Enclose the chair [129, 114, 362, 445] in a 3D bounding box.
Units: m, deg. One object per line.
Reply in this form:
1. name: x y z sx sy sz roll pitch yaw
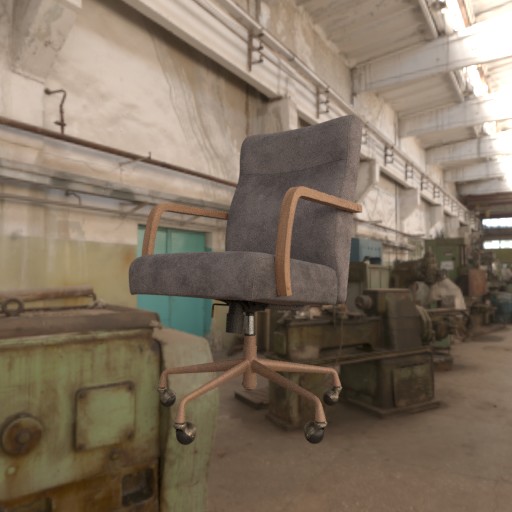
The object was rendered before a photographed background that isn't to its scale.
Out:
1. chair: 0.000 0.000 1.477 0.640 1.029 0.741 -1 -2 35
